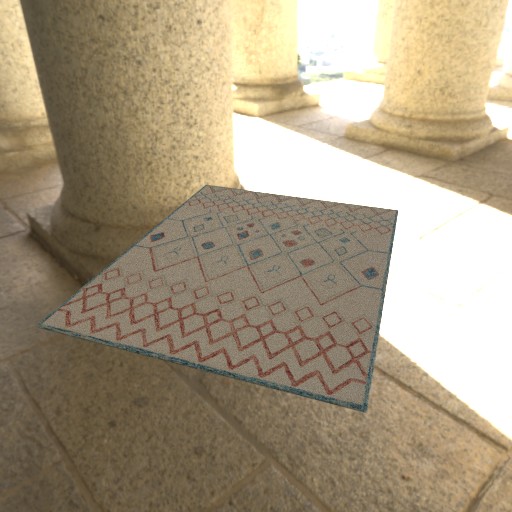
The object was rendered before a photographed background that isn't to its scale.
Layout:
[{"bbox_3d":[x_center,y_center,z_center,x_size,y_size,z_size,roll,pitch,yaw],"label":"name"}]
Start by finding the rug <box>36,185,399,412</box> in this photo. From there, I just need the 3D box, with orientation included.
[{"bbox_3d":[0.000,0.000,4.215,2.441,0.016,3.050,10,32,16],"label":"rug"}]
